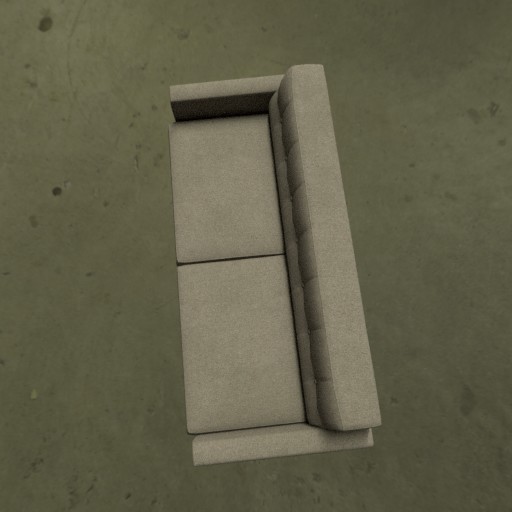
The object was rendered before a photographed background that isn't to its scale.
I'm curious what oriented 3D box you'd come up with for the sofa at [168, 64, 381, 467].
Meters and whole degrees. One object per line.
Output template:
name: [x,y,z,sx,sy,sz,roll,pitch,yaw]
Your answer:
sofa: [0.000,0.000,2.450,0.909,0.841,2.029,-6,76,-1]
